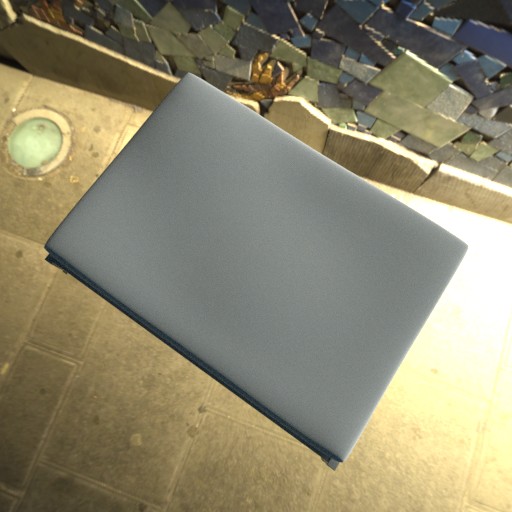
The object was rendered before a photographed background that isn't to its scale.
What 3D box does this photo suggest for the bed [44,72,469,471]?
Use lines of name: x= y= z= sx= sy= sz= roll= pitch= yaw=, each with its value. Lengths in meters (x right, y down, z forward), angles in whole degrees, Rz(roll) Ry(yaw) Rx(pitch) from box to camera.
bed: x=0.000 y=0.000 z=2.588 sx=1.985 sy=0.510 sz=1.460 roll=34 pitch=78 yaw=8
